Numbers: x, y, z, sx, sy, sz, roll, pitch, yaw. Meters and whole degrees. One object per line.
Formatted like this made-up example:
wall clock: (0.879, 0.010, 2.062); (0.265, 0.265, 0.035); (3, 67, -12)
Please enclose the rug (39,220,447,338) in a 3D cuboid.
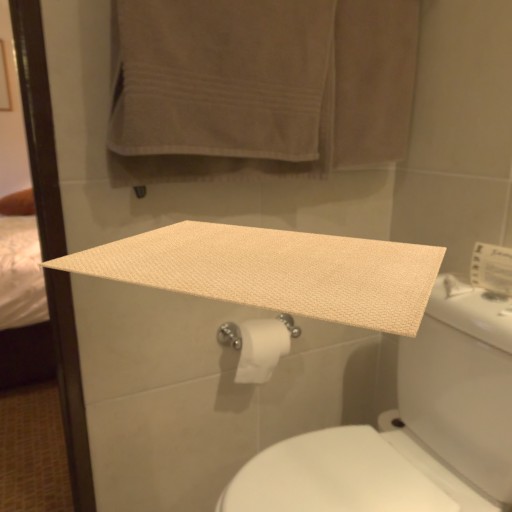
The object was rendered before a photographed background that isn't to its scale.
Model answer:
rug: (0.000, 0.000, 2.832); (2.144, 0.013, 1.509); (8, 17, 26)
